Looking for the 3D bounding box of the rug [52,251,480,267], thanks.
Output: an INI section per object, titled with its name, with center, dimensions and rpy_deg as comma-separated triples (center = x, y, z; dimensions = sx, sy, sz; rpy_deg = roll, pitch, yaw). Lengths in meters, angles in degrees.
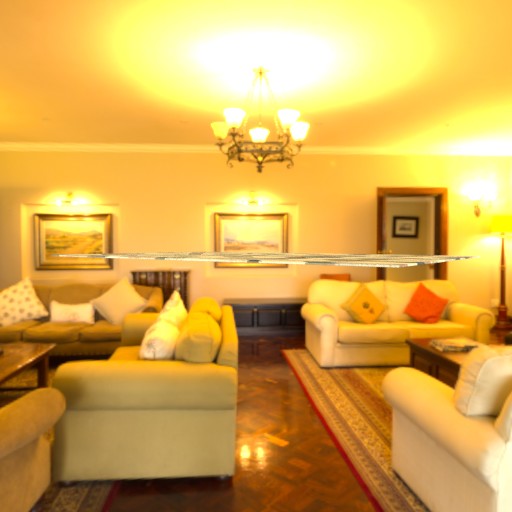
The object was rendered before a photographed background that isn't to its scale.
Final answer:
[rug]
center = 0.000, 0.000, 2.926
dimensions = 2.423, 0.008, 1.513
rpy_deg = 1, 2, 37
